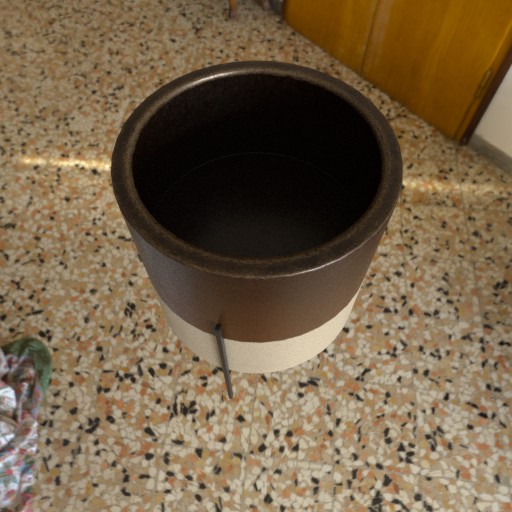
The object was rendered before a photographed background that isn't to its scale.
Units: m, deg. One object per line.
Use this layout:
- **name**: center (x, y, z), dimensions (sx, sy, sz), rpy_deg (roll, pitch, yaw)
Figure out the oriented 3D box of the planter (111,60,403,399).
- **planter**: center (0.000, 0.000, 0.716), dimensions (0.345, 0.465, 0.354), rpy_deg (14, 60, 8)
